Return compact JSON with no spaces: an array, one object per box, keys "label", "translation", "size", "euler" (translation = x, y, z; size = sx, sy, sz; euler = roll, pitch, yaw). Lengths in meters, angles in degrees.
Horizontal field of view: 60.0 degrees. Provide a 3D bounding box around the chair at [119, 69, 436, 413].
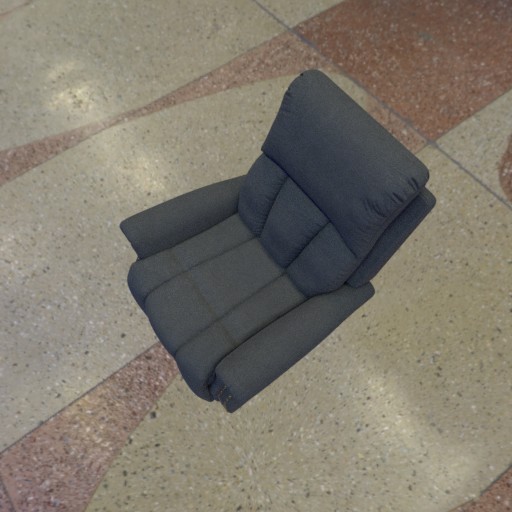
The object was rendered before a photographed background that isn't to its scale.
[{"label":"chair","translation":[0.000,0.000,1.768],"size":[0.979,1.031,0.871],"euler":[-33,68,-15]}]
